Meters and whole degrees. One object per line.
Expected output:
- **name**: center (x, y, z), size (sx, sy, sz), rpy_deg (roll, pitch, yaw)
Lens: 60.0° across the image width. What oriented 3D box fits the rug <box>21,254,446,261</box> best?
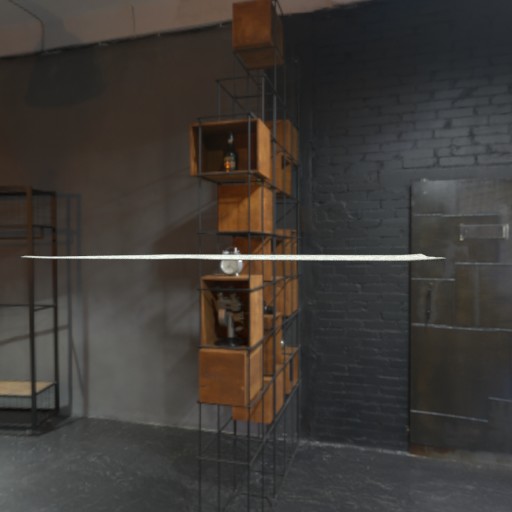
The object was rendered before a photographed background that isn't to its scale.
- **rug**: center (0.000, 0.000, 3.950), size (2.925, 0.026, 2.343), rpy_deg (0, 1, 18)
